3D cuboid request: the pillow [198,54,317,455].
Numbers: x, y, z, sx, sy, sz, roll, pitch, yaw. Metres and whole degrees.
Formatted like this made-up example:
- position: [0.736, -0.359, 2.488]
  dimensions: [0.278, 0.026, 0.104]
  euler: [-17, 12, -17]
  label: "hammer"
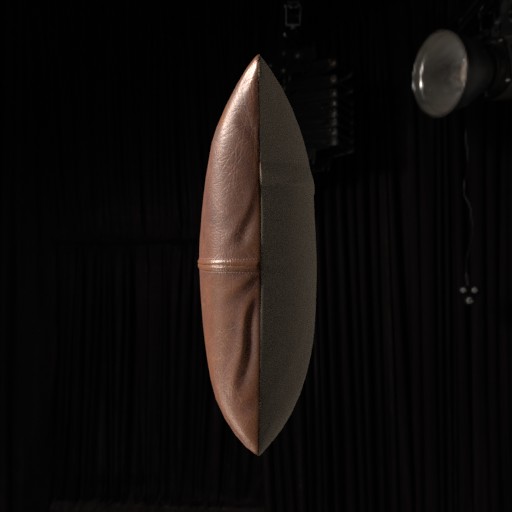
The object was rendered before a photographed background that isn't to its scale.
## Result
- position: [0.000, 0.000, 0.745]
  dimensions: [0.192, 0.470, 0.484]
  euler: [0, 0, 1]
  label: "pillow"
